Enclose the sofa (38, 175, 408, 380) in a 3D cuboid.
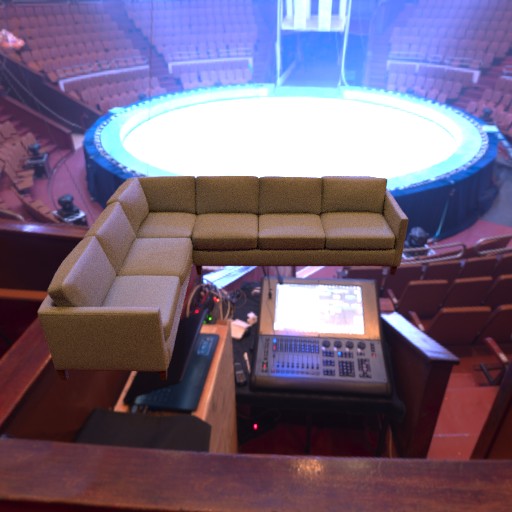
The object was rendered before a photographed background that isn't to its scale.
[{"bbox_3d":[0.000,0.000,4.507,3.301,0.947,2.592,0,30,0],"label":"sofa"}]
